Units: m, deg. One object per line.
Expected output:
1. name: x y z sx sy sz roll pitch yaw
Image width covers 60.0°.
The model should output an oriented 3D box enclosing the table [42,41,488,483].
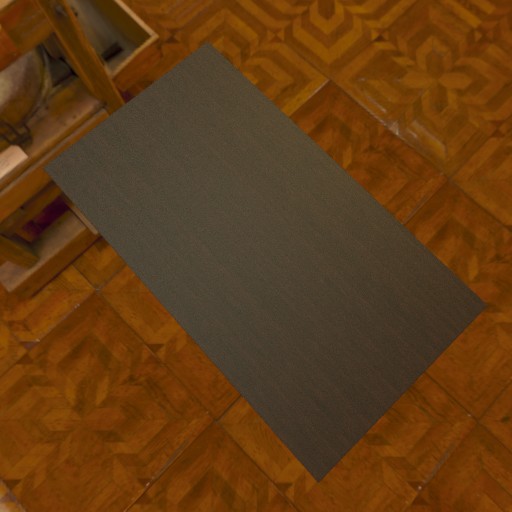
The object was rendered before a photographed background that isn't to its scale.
1. table: 0.000 0.000 1.362 0.590 0.460 1.050 -42 79 -10
